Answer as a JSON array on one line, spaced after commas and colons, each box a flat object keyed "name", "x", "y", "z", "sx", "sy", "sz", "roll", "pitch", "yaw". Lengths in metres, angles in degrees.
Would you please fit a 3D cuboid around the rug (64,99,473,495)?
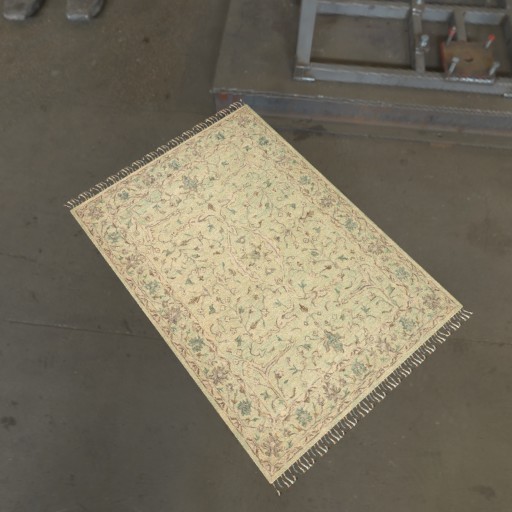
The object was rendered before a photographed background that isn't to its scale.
[{"name": "rug", "x": 0.000, "y": 0.000, "z": 2.270, "sx": 1.247, "sy": 0.008, "sz": 1.802, "roll": -36, "pitch": 69, "yaw": -16}]
